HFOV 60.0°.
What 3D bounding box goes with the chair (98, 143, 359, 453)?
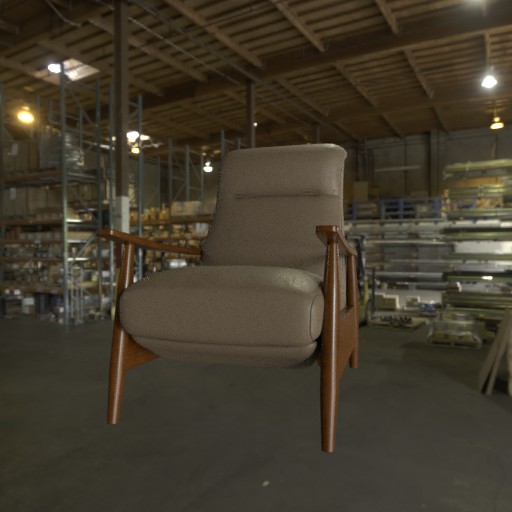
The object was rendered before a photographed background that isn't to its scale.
[{"bbox_3d":[0.000,0.000,1.787,0.762,1.082,1.014,0,0,17],"label":"chair"}]
